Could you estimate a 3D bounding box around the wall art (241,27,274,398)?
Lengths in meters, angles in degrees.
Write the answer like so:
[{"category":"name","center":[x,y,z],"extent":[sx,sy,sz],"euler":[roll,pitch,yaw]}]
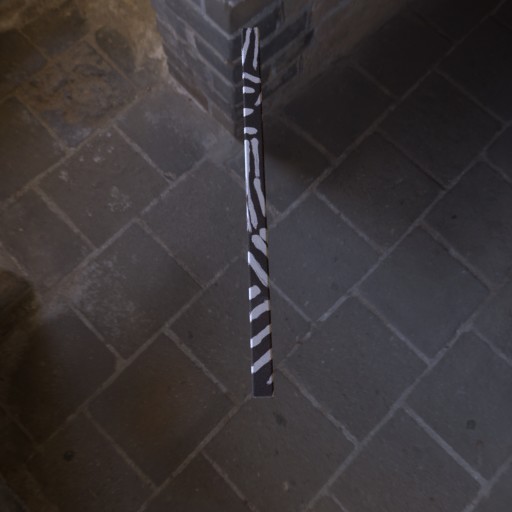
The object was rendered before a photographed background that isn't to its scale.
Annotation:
[{"category":"wall art","center":[0.000,0.000,1.357],"extent":[0.038,1.017,0.765],"euler":[-2,76,0]}]
